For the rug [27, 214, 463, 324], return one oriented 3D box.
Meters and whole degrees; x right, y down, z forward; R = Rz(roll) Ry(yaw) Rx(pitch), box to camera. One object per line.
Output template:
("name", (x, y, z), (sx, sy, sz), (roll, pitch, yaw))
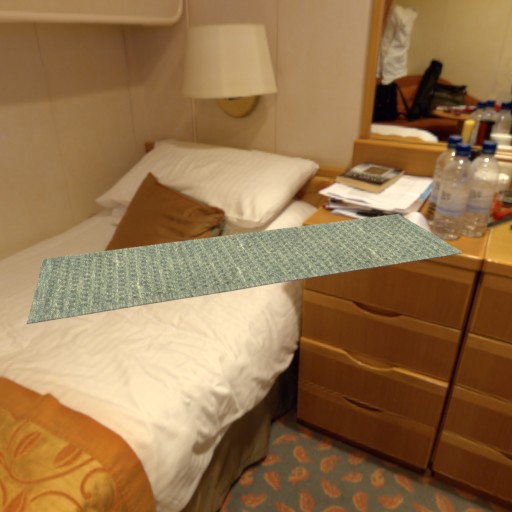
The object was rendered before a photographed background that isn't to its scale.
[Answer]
("rug", (0.000, 0.000, 2.670), (2.443, 0.008, 0.688), (-8, 28, -16))
